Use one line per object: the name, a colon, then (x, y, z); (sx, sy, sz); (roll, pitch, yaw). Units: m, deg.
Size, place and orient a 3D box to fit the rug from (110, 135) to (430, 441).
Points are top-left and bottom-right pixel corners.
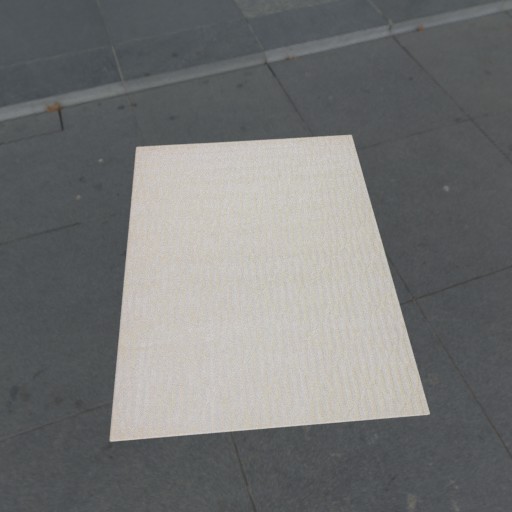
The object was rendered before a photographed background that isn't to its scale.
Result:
rug: (0.000, 0.000, 4.131); (2.410, 0.021, 3.055); (-4, 58, -2)
